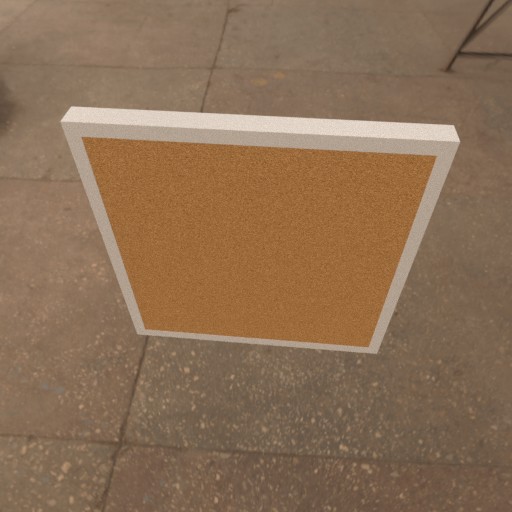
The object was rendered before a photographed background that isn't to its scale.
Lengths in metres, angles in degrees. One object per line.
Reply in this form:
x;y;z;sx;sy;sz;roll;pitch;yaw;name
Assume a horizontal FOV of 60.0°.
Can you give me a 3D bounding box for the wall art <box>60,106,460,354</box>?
0.000;0.000;0.760;0.507;0.508;0.038;4;48;4;wall art
